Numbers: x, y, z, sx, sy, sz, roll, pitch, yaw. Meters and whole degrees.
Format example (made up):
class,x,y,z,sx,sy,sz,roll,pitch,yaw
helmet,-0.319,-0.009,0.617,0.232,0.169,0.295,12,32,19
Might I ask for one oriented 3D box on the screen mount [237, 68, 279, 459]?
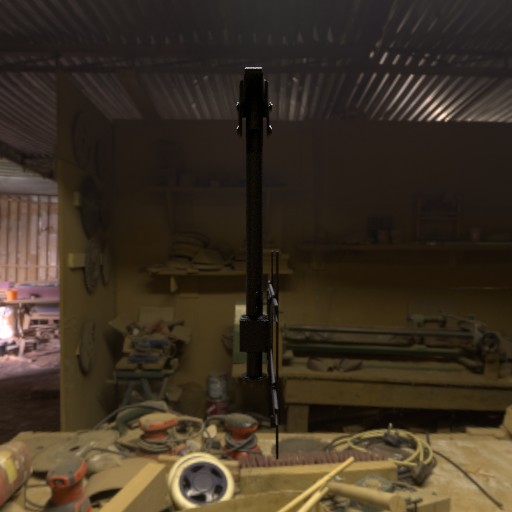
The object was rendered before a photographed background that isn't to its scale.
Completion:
class,x,y,z,sx,sy,sz,roll,pitch,yaw
screen mount,0.000,0.000,1.037,0.090,0.775,0.595,0,1,1
